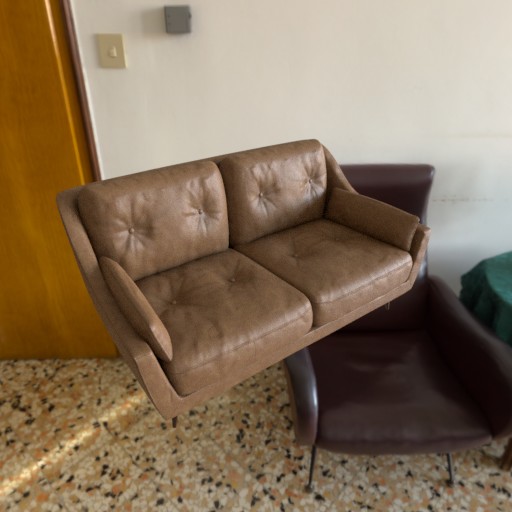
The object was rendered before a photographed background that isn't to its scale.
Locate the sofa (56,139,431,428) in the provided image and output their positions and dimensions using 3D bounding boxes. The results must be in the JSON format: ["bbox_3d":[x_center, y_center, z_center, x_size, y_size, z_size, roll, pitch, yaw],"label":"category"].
[{"bbox_3d":[0.000,0.000,2.325,1.731,0.886,0.981,-20,35,-32],"label":"sofa"}]
